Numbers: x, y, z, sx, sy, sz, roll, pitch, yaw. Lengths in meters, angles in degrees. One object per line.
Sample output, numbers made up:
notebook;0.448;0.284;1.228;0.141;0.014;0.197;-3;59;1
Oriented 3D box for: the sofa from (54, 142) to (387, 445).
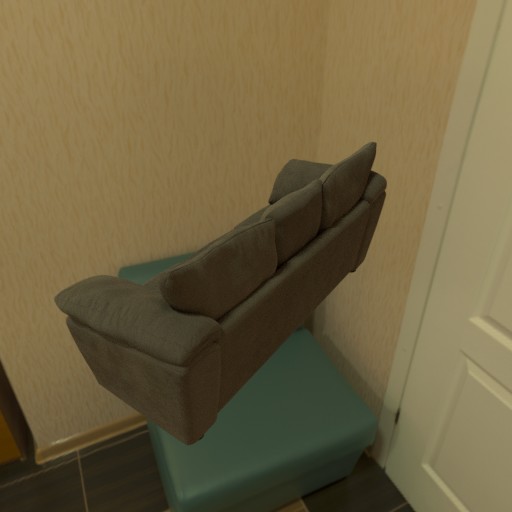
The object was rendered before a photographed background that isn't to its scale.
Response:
sofa;0.000;0.000;2.887;0.878;1.073;2.336;21;38;29
